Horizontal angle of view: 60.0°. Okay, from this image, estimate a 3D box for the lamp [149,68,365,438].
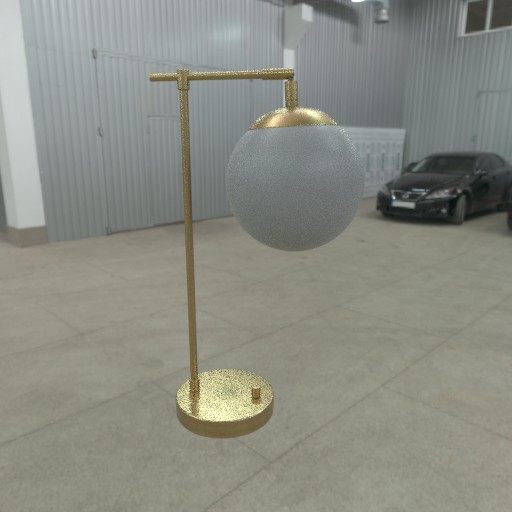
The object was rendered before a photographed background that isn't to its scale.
[{"bbox_3d":[0.000,0.000,0.706,0.324,0.559,0.207,2,14,10],"label":"lamp"}]
